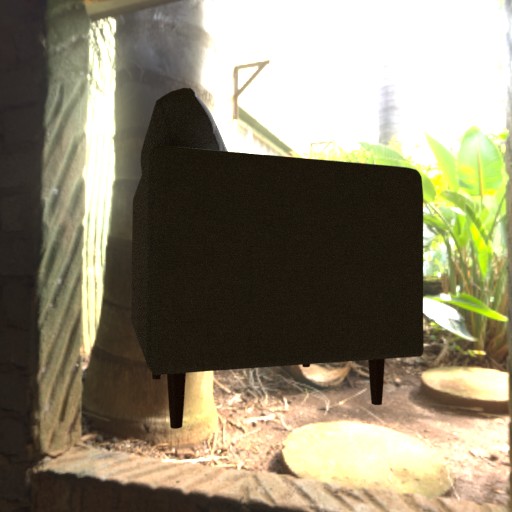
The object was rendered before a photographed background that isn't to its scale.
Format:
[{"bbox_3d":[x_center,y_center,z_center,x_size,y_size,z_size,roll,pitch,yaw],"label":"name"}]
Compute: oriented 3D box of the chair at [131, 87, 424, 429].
[{"bbox_3d":[0.000,0.000,1.543,0.800,0.927,0.855,0,-1,-18],"label":"chair"}]
